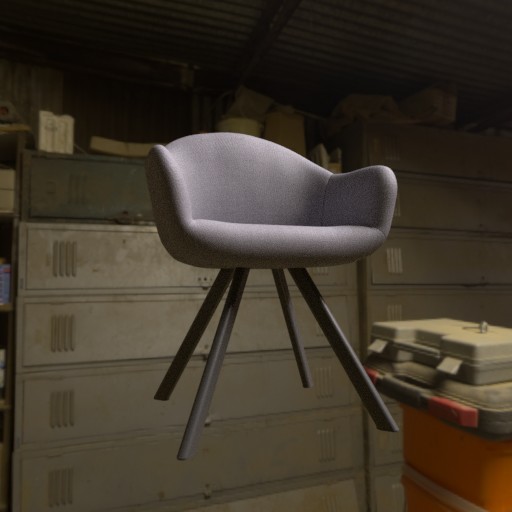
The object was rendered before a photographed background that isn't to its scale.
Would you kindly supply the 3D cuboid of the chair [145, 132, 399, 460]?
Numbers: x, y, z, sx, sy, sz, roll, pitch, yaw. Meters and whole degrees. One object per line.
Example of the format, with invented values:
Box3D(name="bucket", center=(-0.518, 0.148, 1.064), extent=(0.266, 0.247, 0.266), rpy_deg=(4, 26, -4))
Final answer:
Box3D(name="chair", center=(0.000, 0.000, 1.181), extent=(0.590, 0.795, 0.550), rpy_deg=(1, -3, -19))
